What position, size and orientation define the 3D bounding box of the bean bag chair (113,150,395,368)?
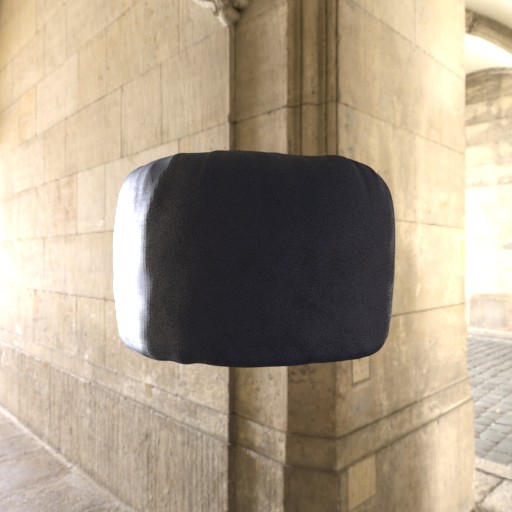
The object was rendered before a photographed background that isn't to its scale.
[{"bbox_3d":[0.000,0.000,1.995,1.219,0.762,1.219,0,0,0],"label":"bean bag chair"}]
